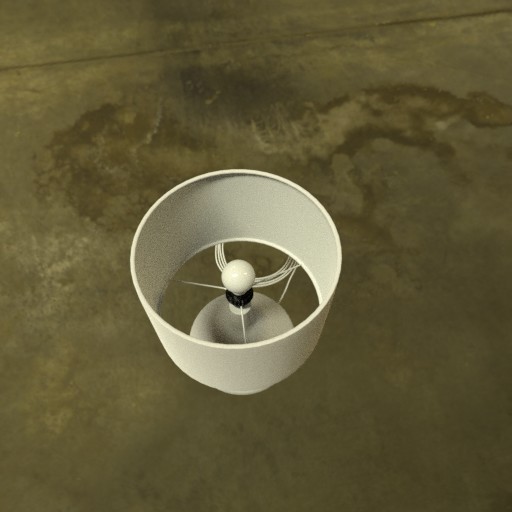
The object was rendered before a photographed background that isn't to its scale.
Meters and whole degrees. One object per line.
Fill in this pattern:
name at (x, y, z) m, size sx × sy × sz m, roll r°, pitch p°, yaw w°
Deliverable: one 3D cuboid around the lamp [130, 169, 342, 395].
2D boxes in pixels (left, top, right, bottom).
lamp at (0.000, 0.000, 0.901) m, size 0.401 × 0.457 × 0.546 m, roll 30°, pitch 63°, yaw 17°
